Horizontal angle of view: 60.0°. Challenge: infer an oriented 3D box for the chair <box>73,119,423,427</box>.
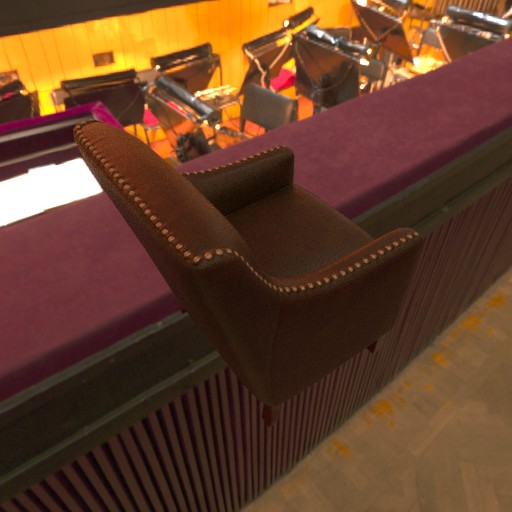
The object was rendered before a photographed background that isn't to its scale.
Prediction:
[{"bbox_3d":[0.000,0.000,1.314,0.704,0.813,0.639,-26,49,-25],"label":"chair"}]
